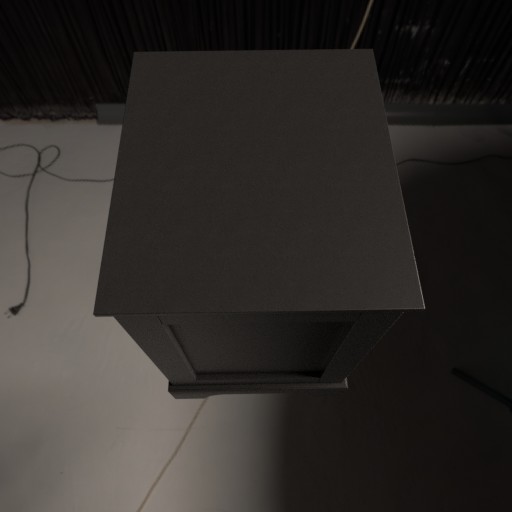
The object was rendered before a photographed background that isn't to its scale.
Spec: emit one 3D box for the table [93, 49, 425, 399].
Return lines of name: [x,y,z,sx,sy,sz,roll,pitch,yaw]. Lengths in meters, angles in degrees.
table: [0.000,0.000,0.906,0.399,0.610,0.460,-1,63,0]
